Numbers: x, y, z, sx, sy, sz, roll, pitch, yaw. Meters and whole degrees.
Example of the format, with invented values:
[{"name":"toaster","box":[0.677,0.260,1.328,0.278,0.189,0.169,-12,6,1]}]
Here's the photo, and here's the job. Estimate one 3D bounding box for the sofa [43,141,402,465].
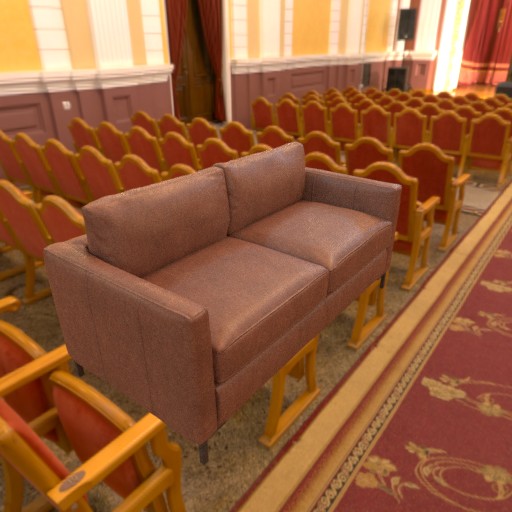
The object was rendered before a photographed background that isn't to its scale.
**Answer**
[{"name":"sofa","box":[0.000,0.000,2.302,0.899,0.883,1.797,18,31,33]}]
